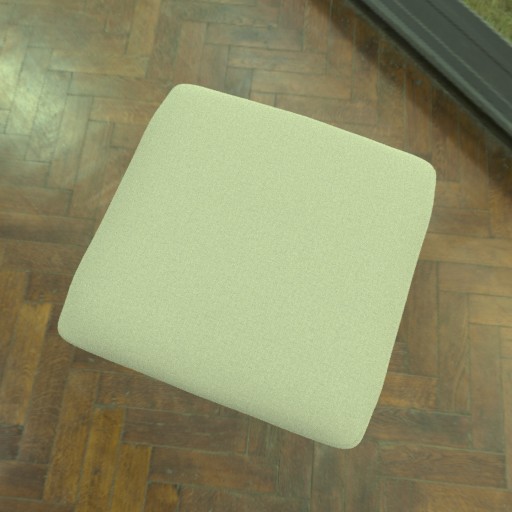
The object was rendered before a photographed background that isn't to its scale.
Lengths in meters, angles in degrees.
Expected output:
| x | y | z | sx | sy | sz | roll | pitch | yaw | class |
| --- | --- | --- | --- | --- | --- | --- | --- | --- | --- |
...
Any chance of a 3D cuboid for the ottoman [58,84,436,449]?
| x | y | z | sx | sy | sz | roll | pitch | yaw | class |
| --- | --- | --- | --- | --- | --- | --- | --- | --- | --- |
| 0.000 | 0.000 | 1.526 | 0.996 | 0.467 | 0.977 | 20 | 75 | 5 | ottoman |
